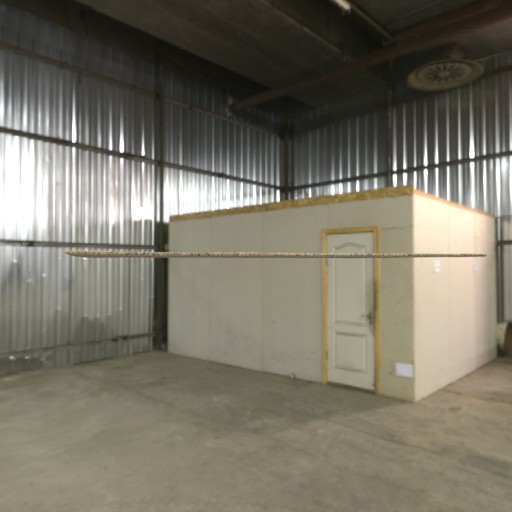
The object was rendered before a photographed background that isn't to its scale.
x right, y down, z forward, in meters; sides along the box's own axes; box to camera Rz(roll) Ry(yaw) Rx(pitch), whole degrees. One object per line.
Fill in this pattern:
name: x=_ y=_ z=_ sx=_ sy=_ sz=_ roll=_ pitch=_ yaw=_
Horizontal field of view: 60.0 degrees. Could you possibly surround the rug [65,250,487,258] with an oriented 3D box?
rug: x=0.000 y=0.000 z=4.285 sx=3.199 sy=0.036 sz=2.414 roll=0 pitch=-1 yaw=-18
